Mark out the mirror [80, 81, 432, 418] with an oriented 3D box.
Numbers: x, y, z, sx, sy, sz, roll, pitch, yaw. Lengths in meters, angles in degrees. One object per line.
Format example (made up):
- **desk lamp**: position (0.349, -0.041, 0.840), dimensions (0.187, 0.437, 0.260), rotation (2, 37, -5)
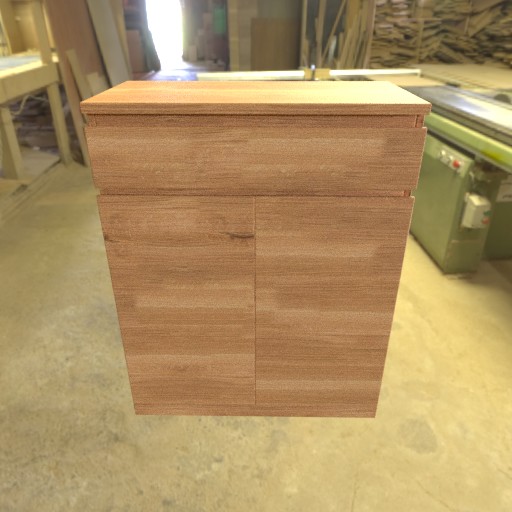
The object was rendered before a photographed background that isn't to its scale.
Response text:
- **mirror**: position (0.000, 0.000, 1.416), dimensions (0.800, 1.000, 0.400), rotation (0, 28, 1)
